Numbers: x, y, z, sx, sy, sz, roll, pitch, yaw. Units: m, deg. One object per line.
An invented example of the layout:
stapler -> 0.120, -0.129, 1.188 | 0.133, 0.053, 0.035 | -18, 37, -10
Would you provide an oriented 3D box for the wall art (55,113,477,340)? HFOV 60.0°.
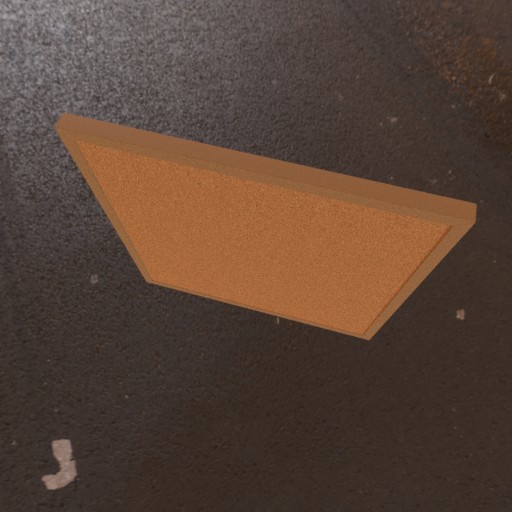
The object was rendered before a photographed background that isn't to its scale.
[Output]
wall art -> 0.000, 0.000, 1.125 | 0.761, 0.761, 0.037 | 14, 65, 6
